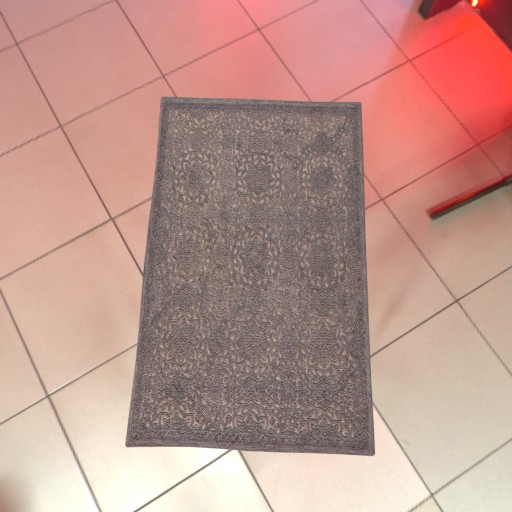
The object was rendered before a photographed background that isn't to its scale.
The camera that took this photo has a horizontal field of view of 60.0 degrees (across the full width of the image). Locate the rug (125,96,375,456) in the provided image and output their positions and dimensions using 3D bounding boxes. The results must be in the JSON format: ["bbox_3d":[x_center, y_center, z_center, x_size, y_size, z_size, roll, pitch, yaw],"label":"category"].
[{"bbox_3d":[0.000,0.000,3.056,1.535,0.022,2.498,2,74,0],"label":"rug"}]
